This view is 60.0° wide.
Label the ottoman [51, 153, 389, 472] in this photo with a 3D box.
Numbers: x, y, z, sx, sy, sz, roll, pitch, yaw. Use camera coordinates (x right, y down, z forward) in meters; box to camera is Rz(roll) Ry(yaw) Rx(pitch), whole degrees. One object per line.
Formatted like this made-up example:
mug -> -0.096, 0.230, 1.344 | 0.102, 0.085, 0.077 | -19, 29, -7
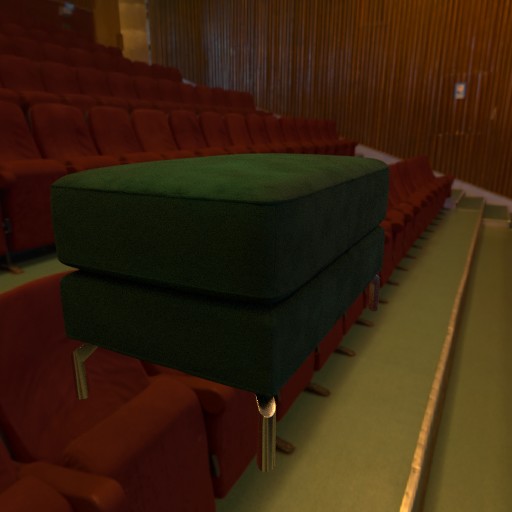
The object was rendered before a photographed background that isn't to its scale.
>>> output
ottoman -> 0.000, 0.000, 1.215 | 0.536, 0.533, 0.886 | 8, 18, 26
